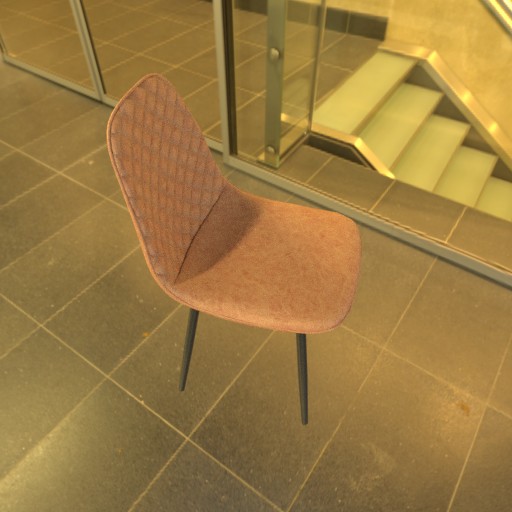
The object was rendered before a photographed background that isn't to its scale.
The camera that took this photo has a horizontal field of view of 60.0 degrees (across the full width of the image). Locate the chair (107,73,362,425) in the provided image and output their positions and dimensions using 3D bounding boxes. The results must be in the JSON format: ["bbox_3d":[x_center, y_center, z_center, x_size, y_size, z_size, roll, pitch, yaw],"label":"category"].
[{"bbox_3d":[0.000,0.000,1.212,0.561,0.889,0.472,12,48,11],"label":"chair"}]
